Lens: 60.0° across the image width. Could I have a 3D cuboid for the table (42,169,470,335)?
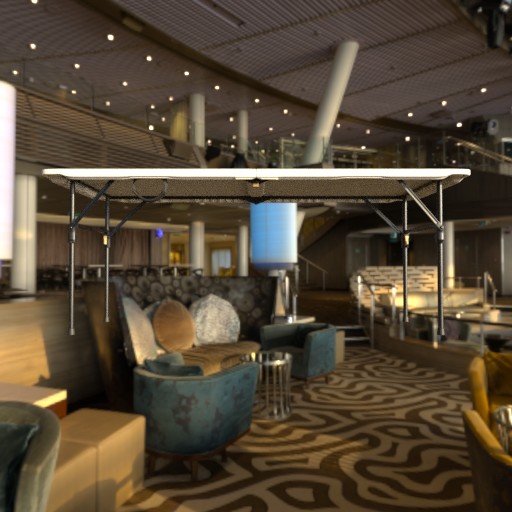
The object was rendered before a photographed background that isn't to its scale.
[{"bbox_3d":[0.000,0.000,2.229,1.829,0.719,0.761,0,-1,0],"label":"table"}]
